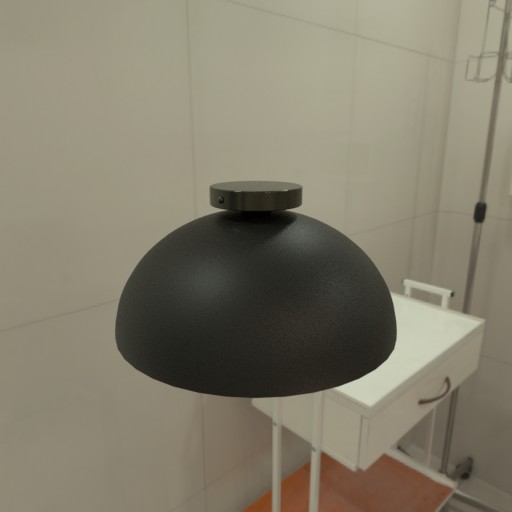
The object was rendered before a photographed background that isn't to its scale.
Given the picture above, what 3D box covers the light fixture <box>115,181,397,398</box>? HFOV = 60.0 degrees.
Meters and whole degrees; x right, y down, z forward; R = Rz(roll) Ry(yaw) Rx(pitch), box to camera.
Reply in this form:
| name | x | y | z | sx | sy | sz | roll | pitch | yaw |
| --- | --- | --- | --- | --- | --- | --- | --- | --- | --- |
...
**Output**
| name | x | y | z | sx | sy | sz | roll | pitch | yaw |
| --- | --- | --- | --- | --- | --- | --- | --- | --- | --- |
| light fixture | 0.000 | 0.000 | 0.561 | 0.355 | 0.177 | 0.355 | 0 | 16 | 0 |
